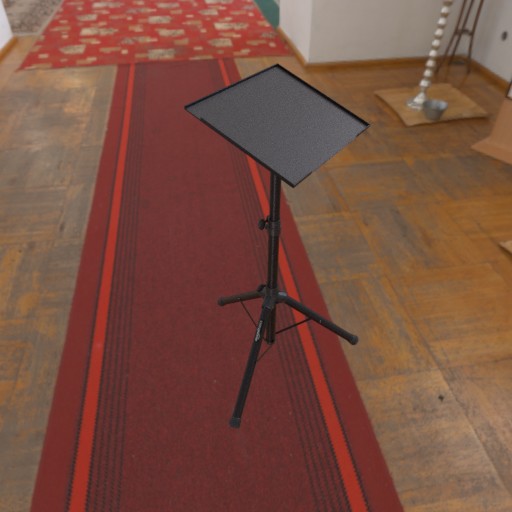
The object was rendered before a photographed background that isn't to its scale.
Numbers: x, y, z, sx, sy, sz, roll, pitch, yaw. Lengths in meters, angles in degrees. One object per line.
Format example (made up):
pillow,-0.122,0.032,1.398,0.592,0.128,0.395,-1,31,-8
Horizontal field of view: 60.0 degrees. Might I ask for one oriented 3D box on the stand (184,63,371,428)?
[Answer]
stand,0.000,0.000,1.648,0.702,1.198,0.702,25,46,26
